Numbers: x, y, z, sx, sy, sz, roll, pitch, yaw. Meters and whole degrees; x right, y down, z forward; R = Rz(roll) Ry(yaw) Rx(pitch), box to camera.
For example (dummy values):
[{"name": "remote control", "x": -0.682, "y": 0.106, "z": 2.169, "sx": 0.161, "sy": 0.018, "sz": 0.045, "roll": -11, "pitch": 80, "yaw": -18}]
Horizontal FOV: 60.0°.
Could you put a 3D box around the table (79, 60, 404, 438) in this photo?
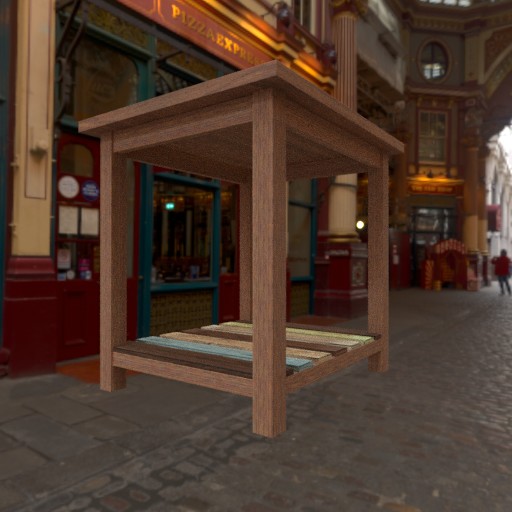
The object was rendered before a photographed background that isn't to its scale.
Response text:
[{"name": "table", "x": 0.000, "y": 0.000, "z": 1.151, "sx": 0.559, "sy": 0.635, "sz": 0.660, "roll": 0, "pitch": 0, "yaw": 36}]
